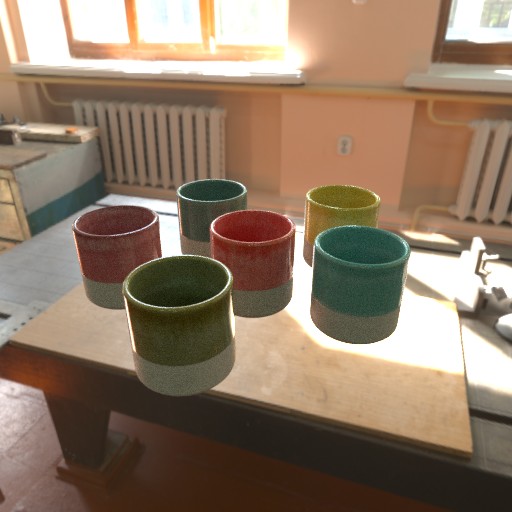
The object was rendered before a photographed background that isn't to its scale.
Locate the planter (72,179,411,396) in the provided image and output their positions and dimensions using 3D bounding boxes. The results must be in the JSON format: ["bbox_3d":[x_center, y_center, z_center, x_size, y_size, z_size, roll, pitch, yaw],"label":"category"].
[{"bbox_3d":[0.000,0.000,0.414,0.286,0.075,0.257,-19,33,-32],"label":"planter"}]
